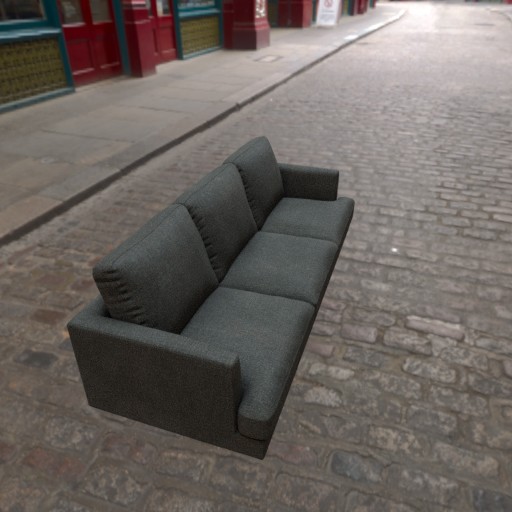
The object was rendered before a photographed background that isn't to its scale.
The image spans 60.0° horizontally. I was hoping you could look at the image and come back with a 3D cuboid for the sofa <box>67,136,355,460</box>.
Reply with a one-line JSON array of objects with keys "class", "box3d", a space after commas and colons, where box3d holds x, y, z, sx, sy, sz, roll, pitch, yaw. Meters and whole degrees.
[{"class": "sofa", "box3d": [0.000, 0.000, 2.709, 0.903, 0.930, 2.246, 10, 32, 16]}]
